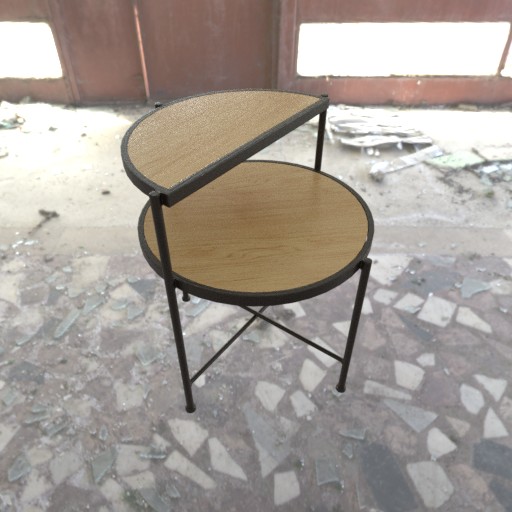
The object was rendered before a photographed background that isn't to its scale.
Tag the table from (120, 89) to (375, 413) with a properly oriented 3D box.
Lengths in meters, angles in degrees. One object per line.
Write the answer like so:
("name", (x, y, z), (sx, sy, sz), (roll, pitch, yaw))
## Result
("table", (0.000, 0.000, 1.178), (0.628, 0.684, 0.629), (25, 46, 27))
